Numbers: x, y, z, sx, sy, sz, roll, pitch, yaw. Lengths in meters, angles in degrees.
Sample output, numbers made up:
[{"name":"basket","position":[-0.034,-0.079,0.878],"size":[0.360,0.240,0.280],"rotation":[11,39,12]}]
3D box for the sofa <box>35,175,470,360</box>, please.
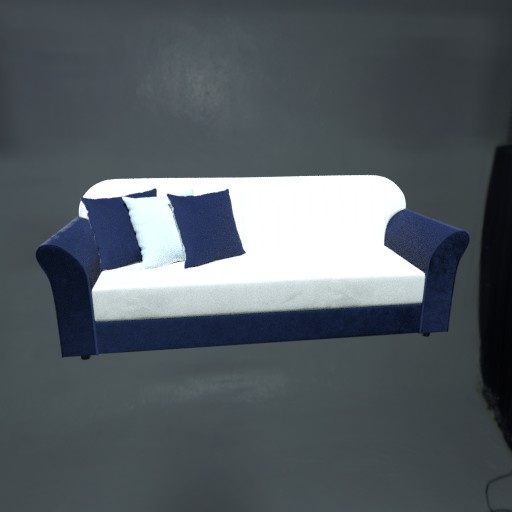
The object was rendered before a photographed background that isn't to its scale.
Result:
[{"name":"sofa","position":[0.000,0.000,2.416],"size":[2.006,0.789,0.749],"rotation":[-2,16,-8]}]
